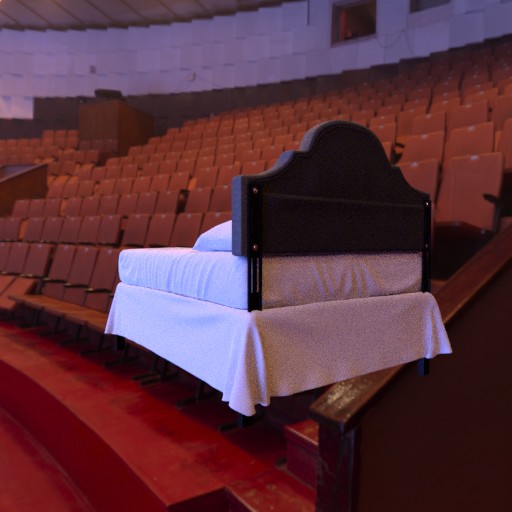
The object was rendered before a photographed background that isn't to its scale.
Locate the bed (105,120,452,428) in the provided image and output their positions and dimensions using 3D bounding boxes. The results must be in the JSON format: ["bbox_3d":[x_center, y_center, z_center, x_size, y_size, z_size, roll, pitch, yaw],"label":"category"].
[{"bbox_3d":[0.000,0.000,3.413,1.780,1.634,2.222,-1,2,-35],"label":"bed"}]
